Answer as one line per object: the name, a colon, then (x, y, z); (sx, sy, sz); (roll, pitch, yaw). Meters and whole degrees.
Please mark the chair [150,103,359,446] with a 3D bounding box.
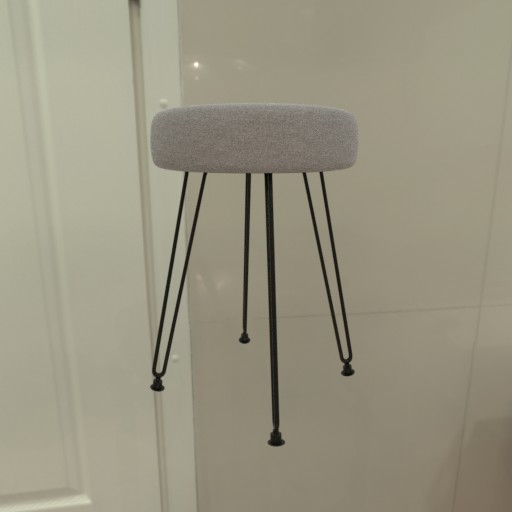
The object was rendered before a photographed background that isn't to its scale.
chair: (0.000, 0.000, 0.697); (0.350, 0.440, 0.350); (-2, 14, -9)
